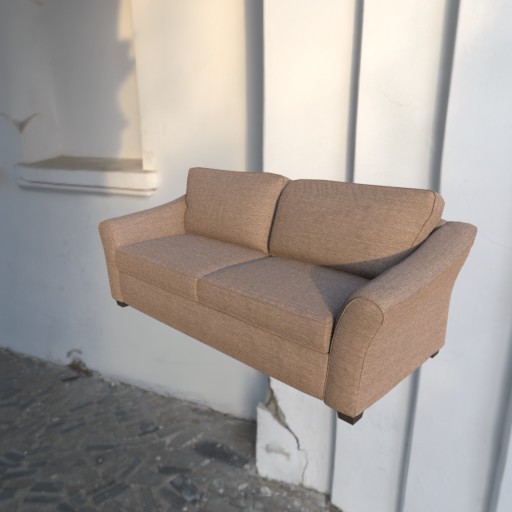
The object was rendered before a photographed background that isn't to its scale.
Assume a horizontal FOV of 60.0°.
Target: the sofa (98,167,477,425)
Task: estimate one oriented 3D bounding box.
[{"bbox_3d":[0.000,0.000,2.757,2.270,0.965,0.980,15,22,41],"label":"sofa"}]
